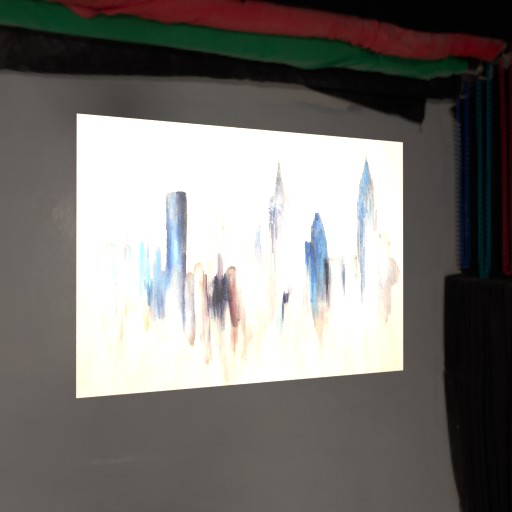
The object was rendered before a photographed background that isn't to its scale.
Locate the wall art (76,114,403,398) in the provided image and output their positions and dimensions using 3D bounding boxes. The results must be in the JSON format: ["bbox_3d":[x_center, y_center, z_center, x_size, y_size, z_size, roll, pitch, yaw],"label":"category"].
[{"bbox_3d":[0.000,0.000,1.353,1.016,0.762,0.038,0,0,-17],"label":"wall art"}]
